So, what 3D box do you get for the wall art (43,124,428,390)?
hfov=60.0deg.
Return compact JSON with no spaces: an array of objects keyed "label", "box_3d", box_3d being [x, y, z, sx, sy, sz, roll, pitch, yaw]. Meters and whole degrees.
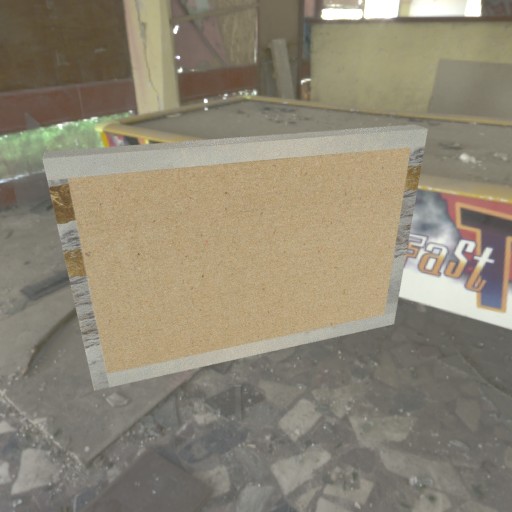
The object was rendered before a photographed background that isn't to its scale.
[{"label":"wall art","box_3d":[0.000,0.000,0.778,0.606,0.407,0.041,-9,29,-17]}]
